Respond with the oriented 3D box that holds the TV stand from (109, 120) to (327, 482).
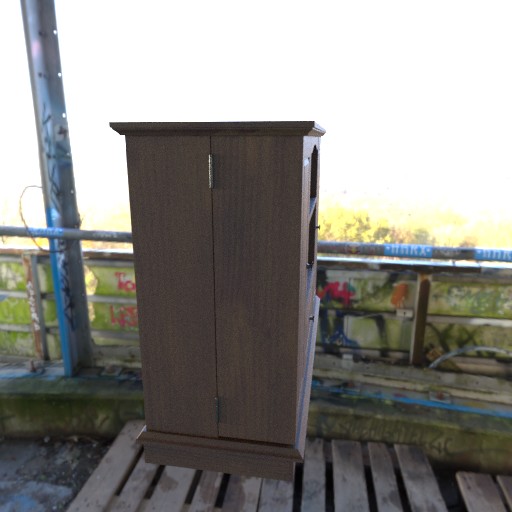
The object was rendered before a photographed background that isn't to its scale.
[{"bbox_3d":[0.000,0.000,1.457,0.406,0.813,1.067,3,15,10],"label":"TV stand"}]
